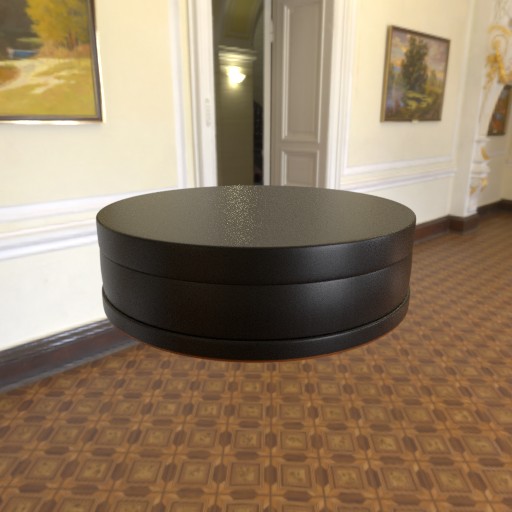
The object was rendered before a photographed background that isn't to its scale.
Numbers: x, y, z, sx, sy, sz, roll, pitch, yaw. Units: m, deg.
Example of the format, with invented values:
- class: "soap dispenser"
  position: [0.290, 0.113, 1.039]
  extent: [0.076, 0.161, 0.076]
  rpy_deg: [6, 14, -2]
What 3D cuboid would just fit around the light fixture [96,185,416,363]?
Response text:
- class: "light fixture"
  position: [0.000, 0.000, 0.423]
  extent: [0.283, 0.097, 0.283]
  rpy_deg: [0, 17, 0]
